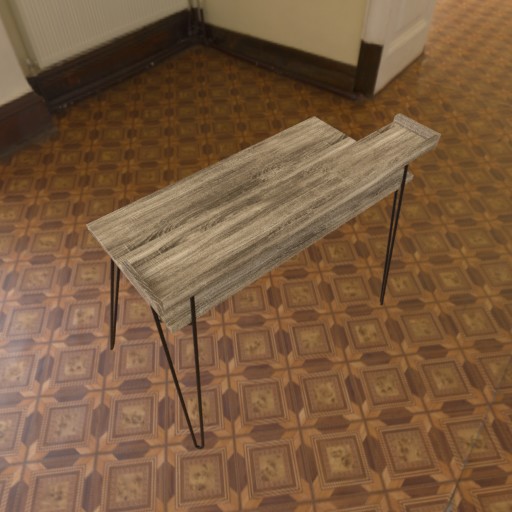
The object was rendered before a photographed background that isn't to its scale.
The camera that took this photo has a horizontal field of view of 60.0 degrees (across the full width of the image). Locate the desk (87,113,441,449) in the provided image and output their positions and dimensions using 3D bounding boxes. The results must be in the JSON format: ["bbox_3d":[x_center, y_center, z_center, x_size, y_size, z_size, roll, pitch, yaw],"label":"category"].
[{"bbox_3d":[0.000,0.000,1.647,1.135,0.899,0.605,-32,56,-25],"label":"desk"}]
